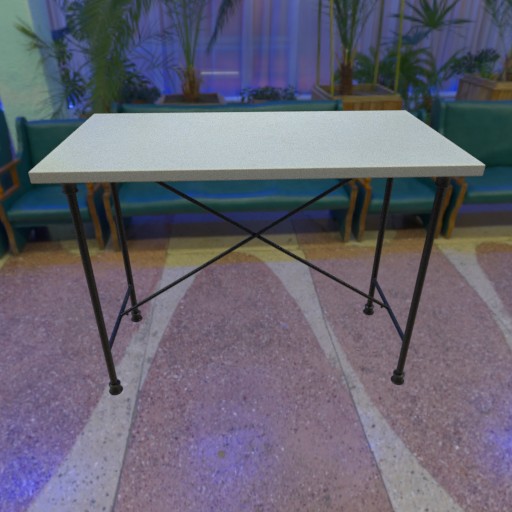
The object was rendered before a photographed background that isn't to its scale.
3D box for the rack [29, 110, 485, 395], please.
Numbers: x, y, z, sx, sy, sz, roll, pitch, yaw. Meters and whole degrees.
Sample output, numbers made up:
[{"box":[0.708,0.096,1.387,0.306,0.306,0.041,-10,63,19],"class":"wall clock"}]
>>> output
[{"box":[0.000,0.000,1.608,1.159,0.880,0.613,-1,31,-2],"class":"rack"}]
